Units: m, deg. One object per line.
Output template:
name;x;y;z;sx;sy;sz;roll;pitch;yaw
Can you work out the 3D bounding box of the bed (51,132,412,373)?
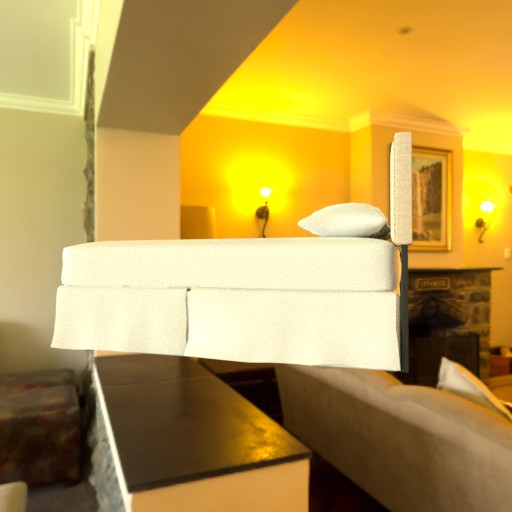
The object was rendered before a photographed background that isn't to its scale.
bed;0.000;0.000;2.885;1.876;1.016;1.616;0;-1;18
